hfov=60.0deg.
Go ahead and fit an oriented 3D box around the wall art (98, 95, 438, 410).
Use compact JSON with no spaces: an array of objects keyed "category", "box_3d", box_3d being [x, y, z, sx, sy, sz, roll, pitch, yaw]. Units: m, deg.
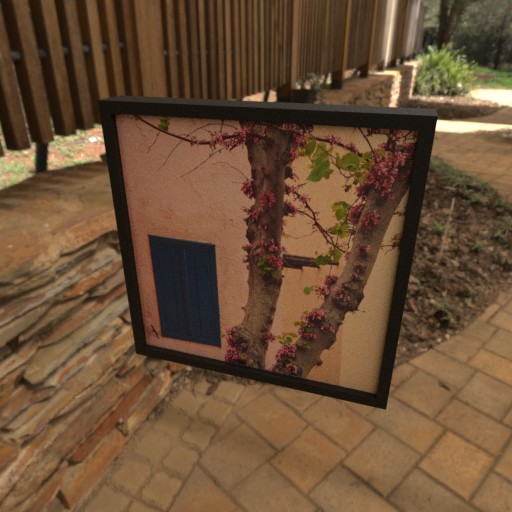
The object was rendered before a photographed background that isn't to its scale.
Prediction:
[{"category":"wall art","box_3d":[0.000,0.000,0.464,0.305,0.304,0.038,8,28,16]}]
